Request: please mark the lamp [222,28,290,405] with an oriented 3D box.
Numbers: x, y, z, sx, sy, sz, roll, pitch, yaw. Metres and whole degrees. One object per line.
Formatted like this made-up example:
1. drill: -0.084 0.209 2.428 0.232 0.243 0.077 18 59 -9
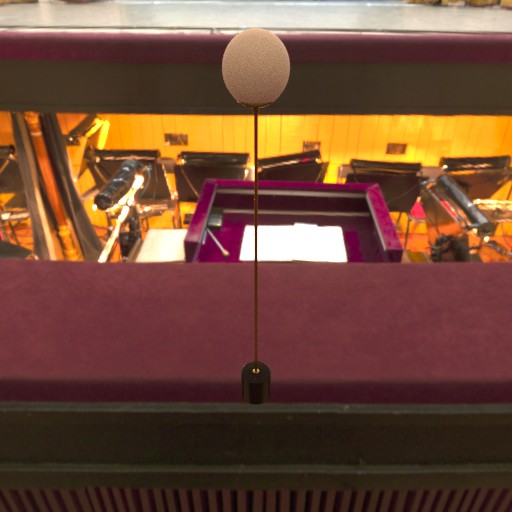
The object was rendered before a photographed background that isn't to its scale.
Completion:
1. lamp: 0.000 0.000 1.903 0.229 1.748 0.229 0 33 1
